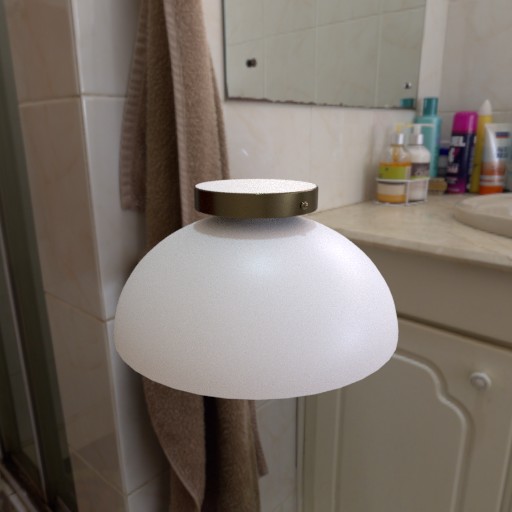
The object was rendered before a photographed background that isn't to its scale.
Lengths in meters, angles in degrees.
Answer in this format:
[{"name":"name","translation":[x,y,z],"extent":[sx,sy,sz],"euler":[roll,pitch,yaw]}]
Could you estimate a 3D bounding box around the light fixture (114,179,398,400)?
[{"name":"light fixture","translation":[0.000,0.000,0.556],"extent":[0.355,0.177,0.355],"euler":[0,16,0]}]
